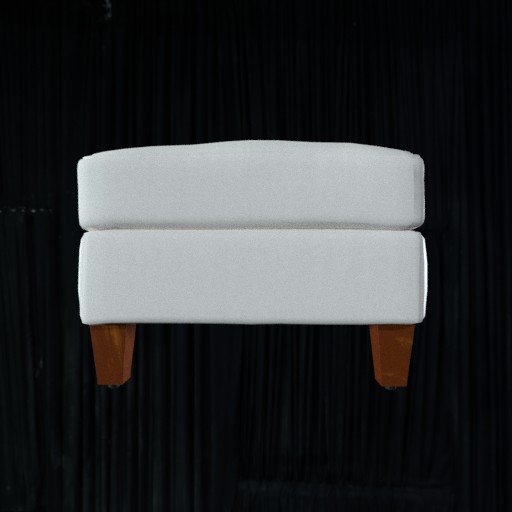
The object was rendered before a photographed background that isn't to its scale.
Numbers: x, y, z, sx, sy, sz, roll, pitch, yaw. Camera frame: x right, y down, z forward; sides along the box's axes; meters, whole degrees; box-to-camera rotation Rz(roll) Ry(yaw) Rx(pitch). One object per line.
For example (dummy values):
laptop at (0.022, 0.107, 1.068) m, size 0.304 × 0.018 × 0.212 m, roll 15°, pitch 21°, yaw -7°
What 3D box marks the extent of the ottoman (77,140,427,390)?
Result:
ottoman at (0.000, 0.000, 1.167) m, size 0.634 × 0.479 × 0.818 m, roll 0°, pitch 1°, yaw 1°
